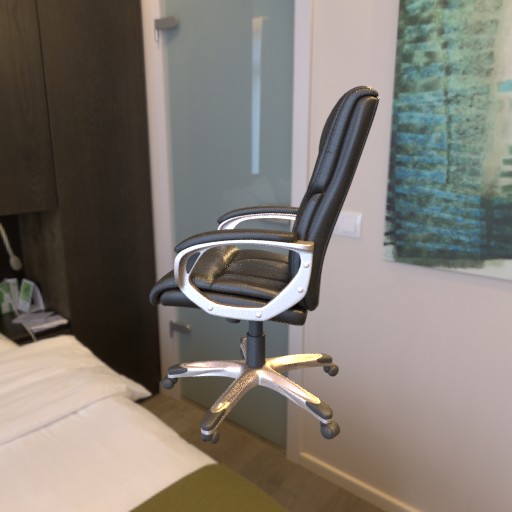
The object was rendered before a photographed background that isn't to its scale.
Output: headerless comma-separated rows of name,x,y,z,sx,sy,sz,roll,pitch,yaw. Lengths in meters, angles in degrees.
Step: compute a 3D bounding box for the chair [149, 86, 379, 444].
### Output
chair,0.000,0.000,1.638,0.780,1.145,0.700,2,14,9
